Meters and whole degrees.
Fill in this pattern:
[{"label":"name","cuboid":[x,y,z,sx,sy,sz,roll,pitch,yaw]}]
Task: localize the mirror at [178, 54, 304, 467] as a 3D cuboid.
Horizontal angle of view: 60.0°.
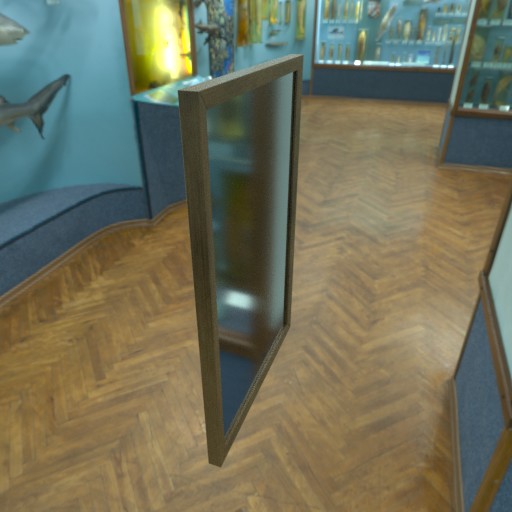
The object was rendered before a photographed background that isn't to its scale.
[{"label":"mirror","cuboid":[0.000,0.000,1.161,0.040,0.915,0.609,11,31,18]}]
